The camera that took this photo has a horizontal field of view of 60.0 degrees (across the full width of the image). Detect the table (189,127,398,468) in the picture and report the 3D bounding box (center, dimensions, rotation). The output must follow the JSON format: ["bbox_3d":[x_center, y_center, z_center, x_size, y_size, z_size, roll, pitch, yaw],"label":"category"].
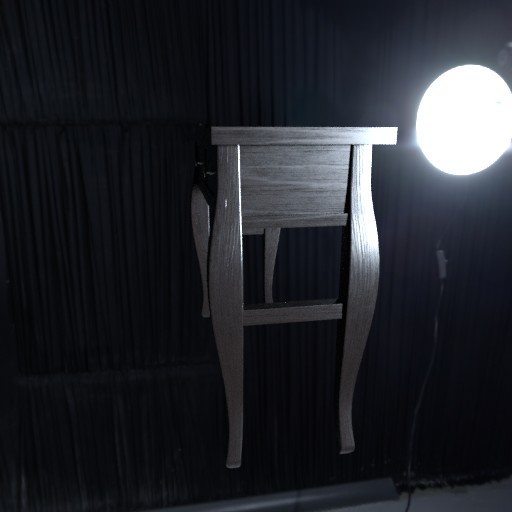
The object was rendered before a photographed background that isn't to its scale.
[{"bbox_3d":[0.000,0.000,1.415,0.373,0.768,1.062,-3,15,-10],"label":"table"}]
